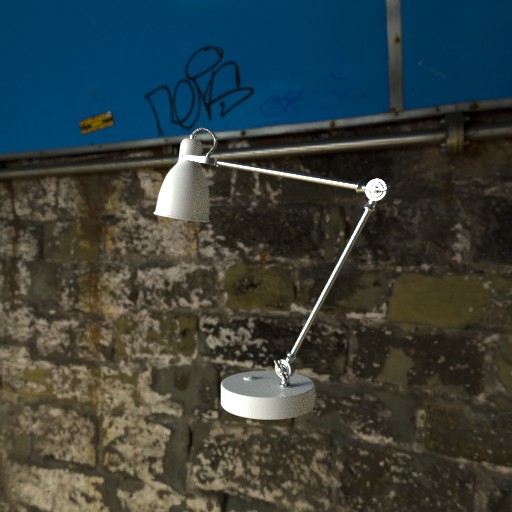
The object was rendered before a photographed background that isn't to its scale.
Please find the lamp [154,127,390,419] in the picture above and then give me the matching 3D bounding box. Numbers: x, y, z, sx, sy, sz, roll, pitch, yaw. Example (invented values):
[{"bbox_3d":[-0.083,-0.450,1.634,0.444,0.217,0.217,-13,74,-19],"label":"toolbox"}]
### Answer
[{"bbox_3d":[0.000,0.000,0.905,0.561,0.587,0.187,0,0,37],"label":"lamp"}]
